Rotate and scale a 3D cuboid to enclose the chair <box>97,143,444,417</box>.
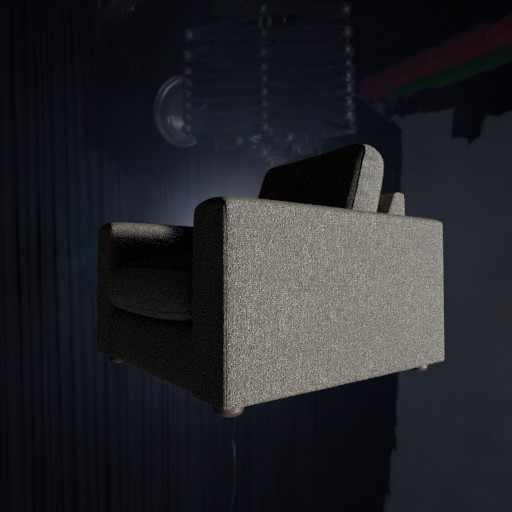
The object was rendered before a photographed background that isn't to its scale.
[{"bbox_3d":[0.000,0.000,1.755,1.016,0.873,1.005,1,-2,-37],"label":"chair"}]
